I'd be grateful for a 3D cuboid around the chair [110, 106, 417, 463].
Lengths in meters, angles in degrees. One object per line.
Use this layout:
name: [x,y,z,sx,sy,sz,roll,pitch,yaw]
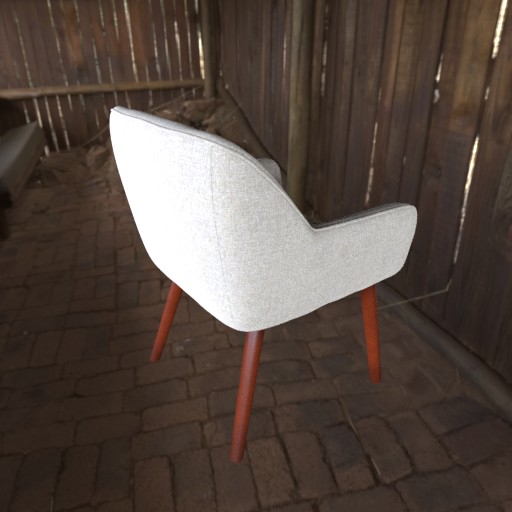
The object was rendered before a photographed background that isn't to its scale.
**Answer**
chair: [0.000,0.000,1.250,0.610,0.813,0.610,-18,32,-32]
